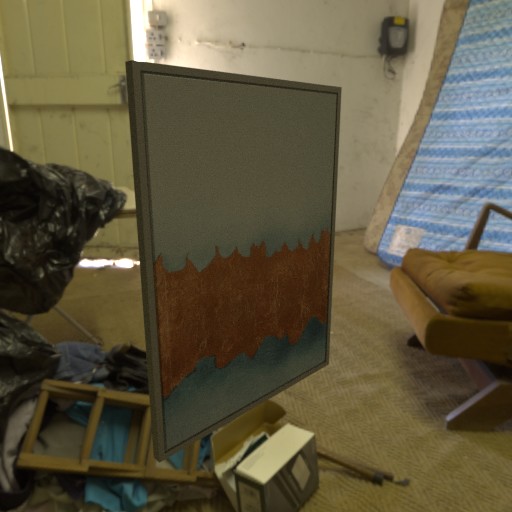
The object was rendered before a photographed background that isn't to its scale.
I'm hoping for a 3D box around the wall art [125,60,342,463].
[{"bbox_3d":[0.000,0.000,1.382,0.789,1.042,0.034,-15,21,-43],"label":"wall art"}]
